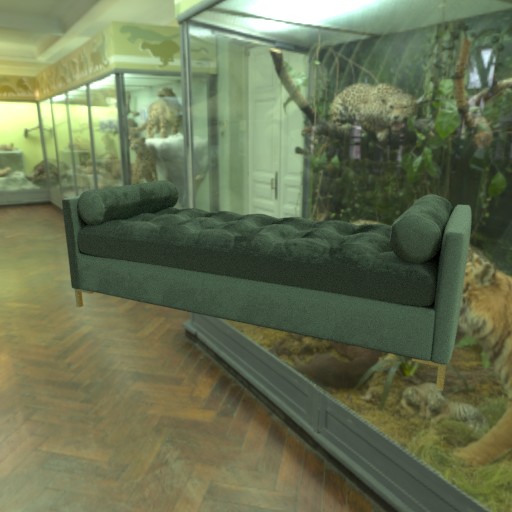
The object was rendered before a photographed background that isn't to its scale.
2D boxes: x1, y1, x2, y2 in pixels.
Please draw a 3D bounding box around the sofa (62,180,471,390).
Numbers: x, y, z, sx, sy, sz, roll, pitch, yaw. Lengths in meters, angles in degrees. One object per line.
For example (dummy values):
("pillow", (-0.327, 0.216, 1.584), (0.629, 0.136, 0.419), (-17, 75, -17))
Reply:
("sofa", (0.000, 0.000, 2.458), (2.102, 0.705, 0.796), (7, 17, 26))
